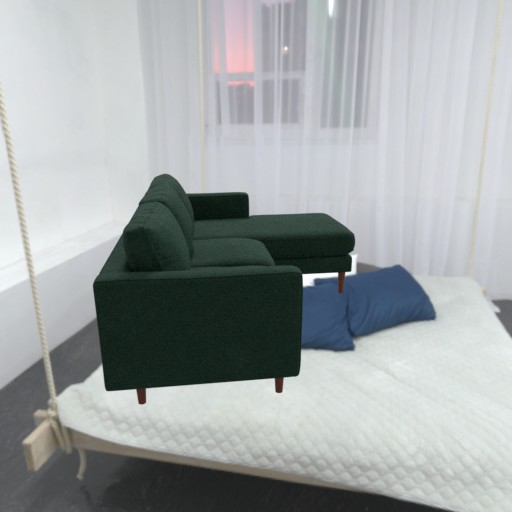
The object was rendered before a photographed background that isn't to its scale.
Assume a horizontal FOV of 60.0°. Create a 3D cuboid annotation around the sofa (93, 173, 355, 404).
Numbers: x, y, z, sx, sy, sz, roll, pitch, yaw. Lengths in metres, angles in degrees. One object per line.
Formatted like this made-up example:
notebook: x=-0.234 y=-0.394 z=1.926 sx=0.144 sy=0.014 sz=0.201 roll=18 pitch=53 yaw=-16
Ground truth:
sofa: x=0.000 y=0.000 z=2.865 sx=1.580 sy=0.899 sz=2.030 roll=-2 pitch=18 yaw=-7
